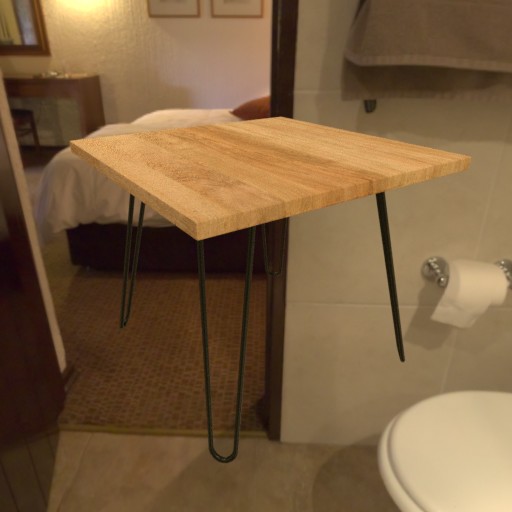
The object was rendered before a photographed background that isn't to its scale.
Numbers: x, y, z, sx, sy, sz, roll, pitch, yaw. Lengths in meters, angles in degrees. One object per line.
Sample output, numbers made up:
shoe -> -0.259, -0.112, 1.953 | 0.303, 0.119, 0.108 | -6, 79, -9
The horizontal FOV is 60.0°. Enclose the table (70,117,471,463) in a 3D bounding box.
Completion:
table -> 0.000, 0.000, 1.032 | 0.599, 0.500, 0.599 | -17, 31, -31
